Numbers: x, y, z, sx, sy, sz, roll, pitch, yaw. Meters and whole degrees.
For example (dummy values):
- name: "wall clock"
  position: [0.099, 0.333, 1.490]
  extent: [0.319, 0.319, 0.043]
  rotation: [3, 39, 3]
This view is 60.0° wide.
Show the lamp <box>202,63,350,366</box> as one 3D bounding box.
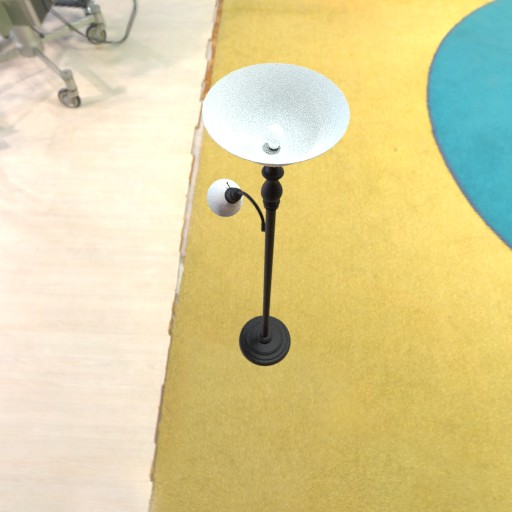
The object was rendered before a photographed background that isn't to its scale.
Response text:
- name: "lamp"
  position: [0.000, 0.000, 2.022]
  extent: [0.405, 1.793, 0.588]
  rotation: [-32, 64, -18]
